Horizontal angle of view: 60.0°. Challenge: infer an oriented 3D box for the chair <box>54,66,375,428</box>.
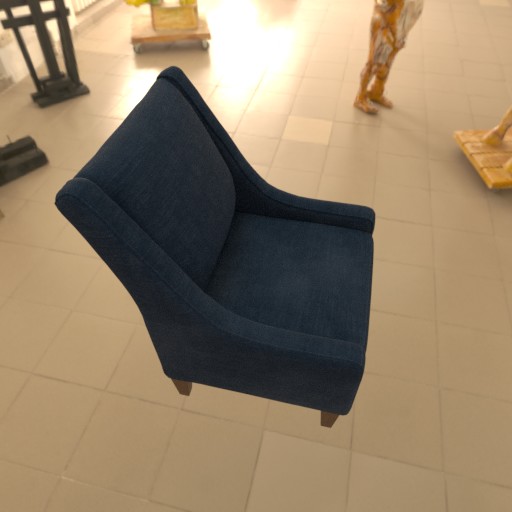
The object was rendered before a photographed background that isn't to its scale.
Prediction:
[{"bbox_3d":[0.000,0.000,1.618,0.870,1.014,0.774,10,47,9],"label":"chair"}]
